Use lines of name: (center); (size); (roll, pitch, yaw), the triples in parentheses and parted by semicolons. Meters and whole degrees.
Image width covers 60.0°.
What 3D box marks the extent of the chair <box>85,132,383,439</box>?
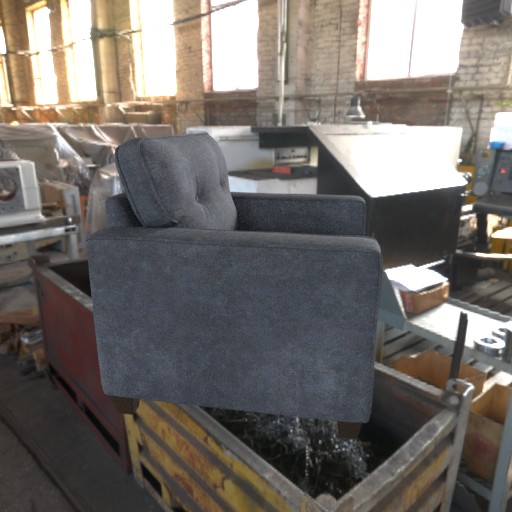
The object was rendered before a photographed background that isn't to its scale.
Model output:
chair: (0.000, 0.000, 1.820); (0.939, 0.965, 1.015); (3, 17, 10)
